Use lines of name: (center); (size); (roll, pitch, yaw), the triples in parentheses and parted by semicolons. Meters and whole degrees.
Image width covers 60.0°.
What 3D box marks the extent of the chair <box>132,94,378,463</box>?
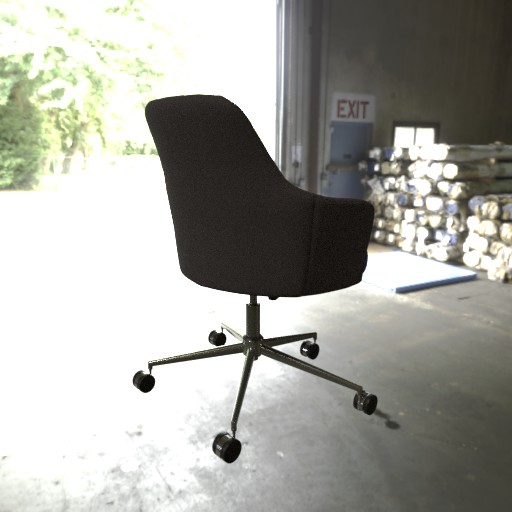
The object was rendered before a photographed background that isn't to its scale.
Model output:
chair: (0.000, 0.000, 1.260); (0.600, 0.820, 0.655); (-13, 19, -42)
